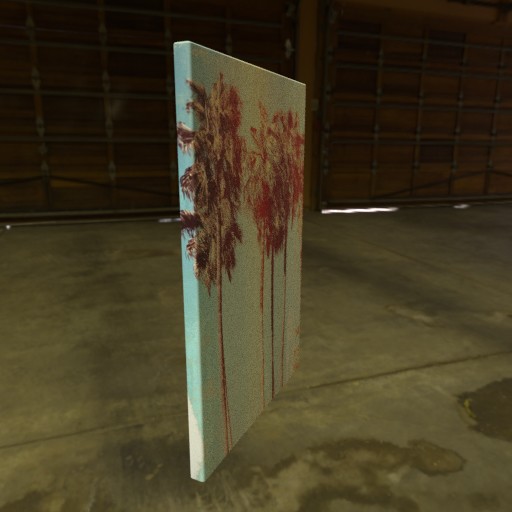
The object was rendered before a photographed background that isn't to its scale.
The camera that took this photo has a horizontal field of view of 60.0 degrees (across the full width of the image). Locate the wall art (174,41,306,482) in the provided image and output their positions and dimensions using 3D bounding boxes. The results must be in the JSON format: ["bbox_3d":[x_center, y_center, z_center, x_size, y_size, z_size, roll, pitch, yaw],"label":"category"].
[{"bbox_3d":[0.000,0.000,1.157,0.037,0.915,0.605,7,15,25],"label":"wall art"}]
